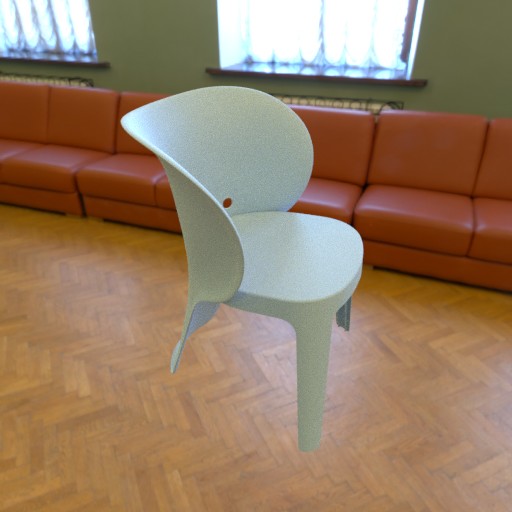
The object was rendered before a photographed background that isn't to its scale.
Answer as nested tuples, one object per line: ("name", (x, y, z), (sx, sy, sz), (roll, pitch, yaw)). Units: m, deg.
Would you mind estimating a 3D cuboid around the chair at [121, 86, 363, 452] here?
("chair", (0.000, 0.000, 0.858), (0.402, 0.554, 0.451), (10, 32, 16))
